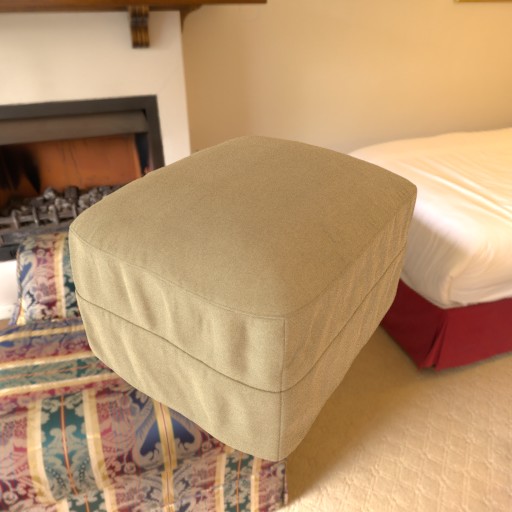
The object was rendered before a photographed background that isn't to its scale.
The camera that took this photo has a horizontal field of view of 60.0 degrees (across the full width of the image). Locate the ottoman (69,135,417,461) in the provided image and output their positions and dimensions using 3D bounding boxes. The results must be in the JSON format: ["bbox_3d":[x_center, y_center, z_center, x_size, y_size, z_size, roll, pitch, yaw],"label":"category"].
[{"bbox_3d":[0.000,0.000,1.091,0.584,0.480,0.712,20,37,28],"label":"ottoman"}]
